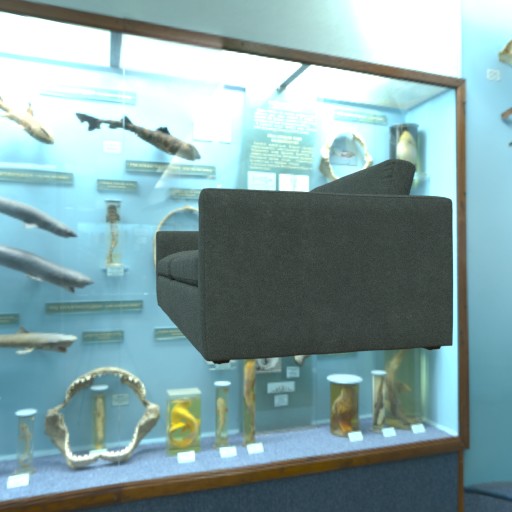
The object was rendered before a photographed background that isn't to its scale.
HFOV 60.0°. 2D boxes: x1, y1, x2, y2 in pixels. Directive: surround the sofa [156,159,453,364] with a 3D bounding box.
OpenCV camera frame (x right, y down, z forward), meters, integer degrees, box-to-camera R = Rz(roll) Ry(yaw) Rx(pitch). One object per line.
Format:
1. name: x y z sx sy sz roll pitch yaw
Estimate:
1. sofa: 0.000 0.000 2.781 1.092 0.838 2.257 0 -1 -17
